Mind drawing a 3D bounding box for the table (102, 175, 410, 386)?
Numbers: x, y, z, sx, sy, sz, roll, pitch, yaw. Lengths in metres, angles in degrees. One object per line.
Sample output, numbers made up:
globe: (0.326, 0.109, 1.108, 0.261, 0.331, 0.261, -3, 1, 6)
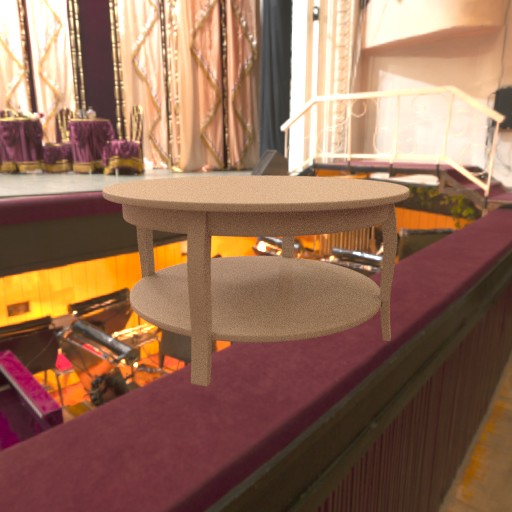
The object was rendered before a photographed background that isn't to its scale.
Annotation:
table: (0.000, 0.000, 1.440, 0.910, 0.457, 0.910, 0, 14, 0)
